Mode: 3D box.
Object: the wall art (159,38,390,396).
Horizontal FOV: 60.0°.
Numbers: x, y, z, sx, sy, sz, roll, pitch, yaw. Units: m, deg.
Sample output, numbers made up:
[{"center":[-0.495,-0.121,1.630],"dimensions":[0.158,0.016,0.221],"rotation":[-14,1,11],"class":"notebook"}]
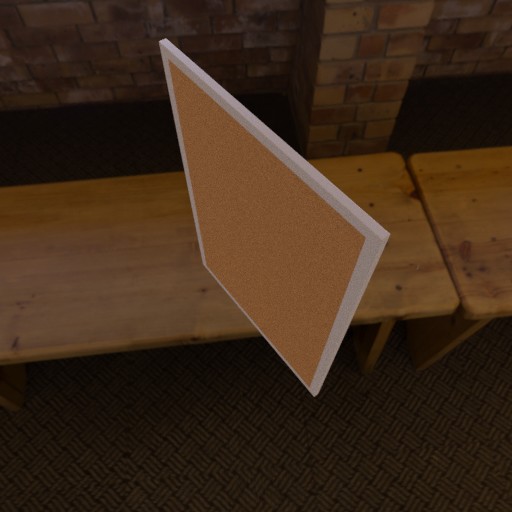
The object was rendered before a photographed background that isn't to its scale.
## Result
[{"center":[0.000,0.000,0.851],"dimensions":[0.013,0.656,0.456],"rotation":[-34,64,-19],"class":"wall art"}]
